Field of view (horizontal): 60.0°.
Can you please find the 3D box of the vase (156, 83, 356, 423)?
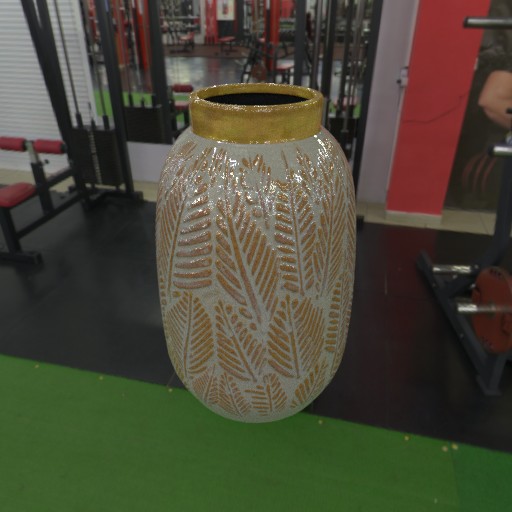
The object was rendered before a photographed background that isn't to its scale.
[{"bbox_3d":[0.000,0.000,0.386,0.172,0.270,0.172,0,30,0],"label":"vase"}]
